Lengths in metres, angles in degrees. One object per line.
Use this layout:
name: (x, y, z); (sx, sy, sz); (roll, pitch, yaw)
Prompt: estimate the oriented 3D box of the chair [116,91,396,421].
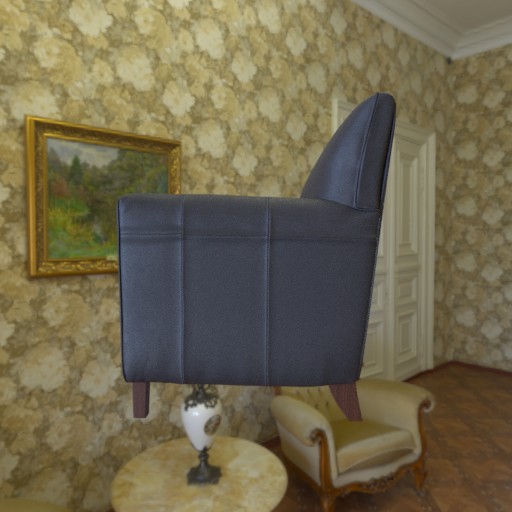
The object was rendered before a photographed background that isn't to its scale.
chair: (0.000, 0.000, 1.649); (0.825, 0.943, 0.870); (0, 2, 2)
